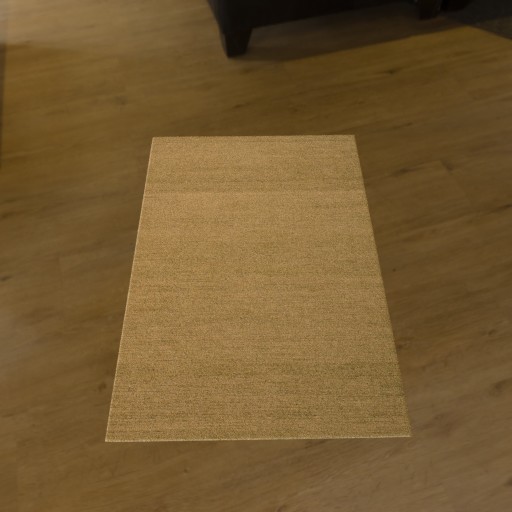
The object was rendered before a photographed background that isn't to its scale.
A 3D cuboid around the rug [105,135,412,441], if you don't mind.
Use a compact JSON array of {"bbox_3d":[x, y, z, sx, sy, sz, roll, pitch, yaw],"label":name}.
[{"bbox_3d":[0.000,0.000,5.065,2.782,0.025,3.935,-1,57,0],"label":"rug"}]
